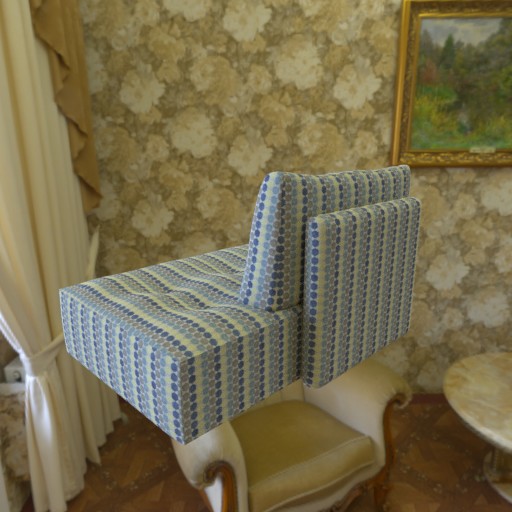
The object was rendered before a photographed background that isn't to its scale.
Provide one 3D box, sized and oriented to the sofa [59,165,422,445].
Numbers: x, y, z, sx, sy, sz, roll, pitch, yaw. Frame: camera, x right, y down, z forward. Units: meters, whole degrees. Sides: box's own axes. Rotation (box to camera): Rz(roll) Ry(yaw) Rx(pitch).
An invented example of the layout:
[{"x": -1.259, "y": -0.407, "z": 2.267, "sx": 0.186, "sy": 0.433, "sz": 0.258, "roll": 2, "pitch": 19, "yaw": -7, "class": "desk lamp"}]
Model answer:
[{"x": 0.000, "y": 0.000, "z": 2.018, "sx": 1.450, "sy": 0.820, "sz": 1.000, "roll": -15, "pitch": 21, "yaw": -43, "class": "sofa"}]
